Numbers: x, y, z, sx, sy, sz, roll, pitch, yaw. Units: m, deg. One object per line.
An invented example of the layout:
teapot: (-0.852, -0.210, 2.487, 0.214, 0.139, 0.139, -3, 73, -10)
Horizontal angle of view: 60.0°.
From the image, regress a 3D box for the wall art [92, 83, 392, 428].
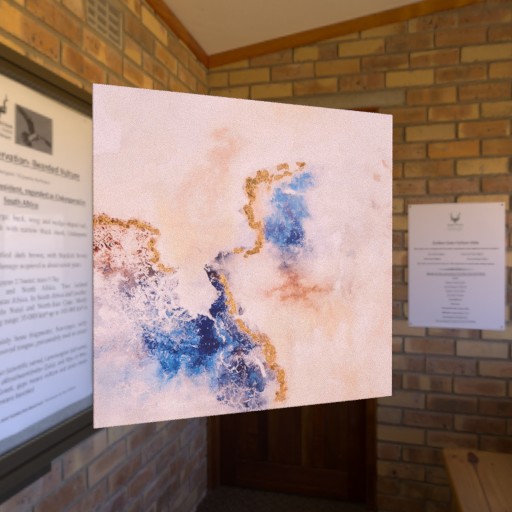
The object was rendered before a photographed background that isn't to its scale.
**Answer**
wall art: (0.000, 0.000, 1.288, 0.889, 0.889, 0.038, 0, 0, -17)
